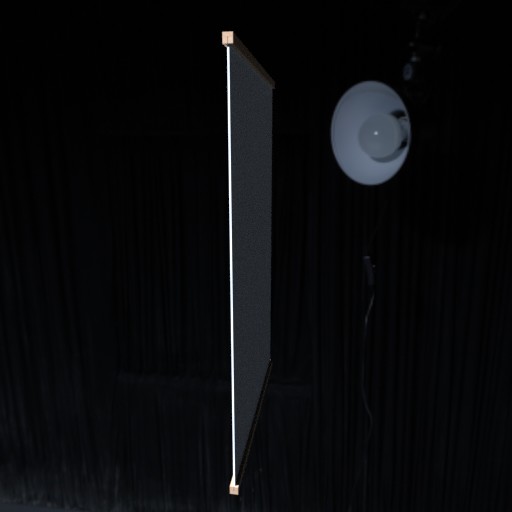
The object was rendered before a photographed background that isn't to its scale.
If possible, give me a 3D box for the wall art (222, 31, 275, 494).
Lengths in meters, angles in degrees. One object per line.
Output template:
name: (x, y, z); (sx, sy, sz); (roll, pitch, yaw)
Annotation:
wall art: (0.000, 0.000, 1.885); (0.030, 1.519, 0.990); (2, 14, 9)
